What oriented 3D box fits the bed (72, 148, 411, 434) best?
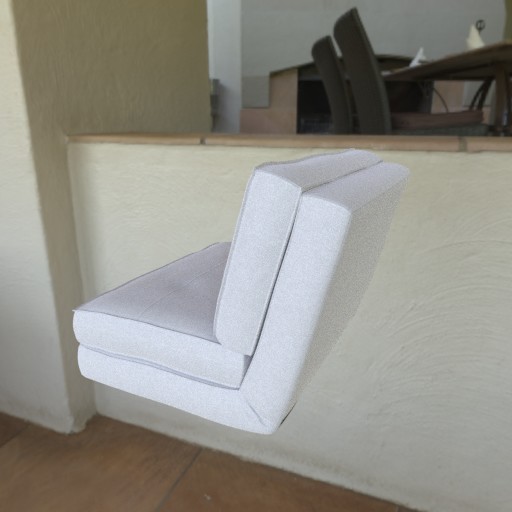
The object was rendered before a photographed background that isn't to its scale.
[{"bbox_3d":[0.000,0.000,1.327,0.749,0.614,0.799,8,19,25],"label":"bed"}]
